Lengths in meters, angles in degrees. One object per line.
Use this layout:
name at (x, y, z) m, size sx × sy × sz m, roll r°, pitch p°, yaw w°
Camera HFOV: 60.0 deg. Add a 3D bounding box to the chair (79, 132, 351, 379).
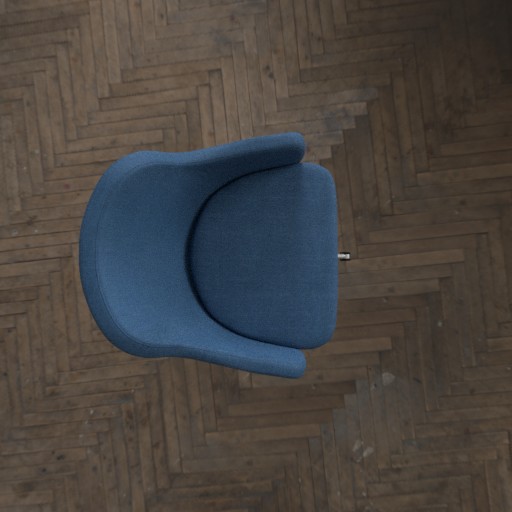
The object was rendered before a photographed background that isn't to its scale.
chair at (0.000, 0.000, 1.247) m, size 0.655 × 0.820 × 0.599 m, roll 0°, pitch 89°, yaw 3°
